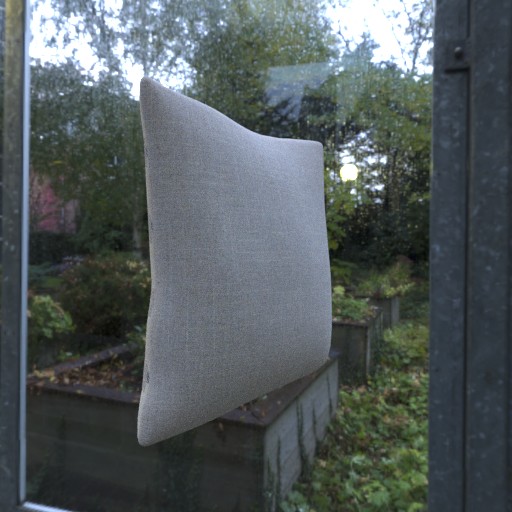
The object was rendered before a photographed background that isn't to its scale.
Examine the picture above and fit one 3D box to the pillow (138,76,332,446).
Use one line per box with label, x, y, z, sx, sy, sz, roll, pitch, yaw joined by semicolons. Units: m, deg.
pillow;0.000;0.000;0.876;0.192;0.558;0.578;0;0;36
